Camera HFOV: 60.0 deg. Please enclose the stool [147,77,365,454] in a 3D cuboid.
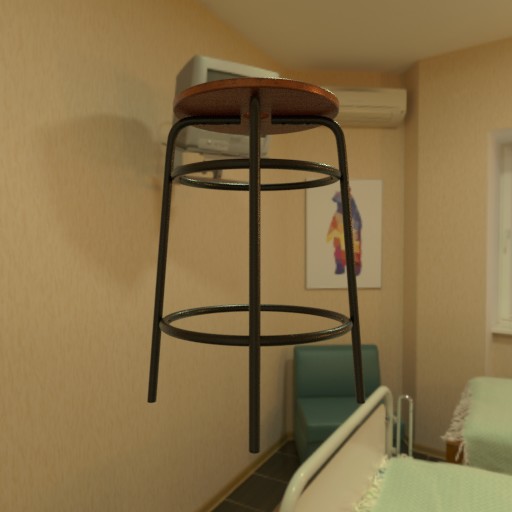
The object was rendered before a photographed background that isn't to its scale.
[{"bbox_3d":[0.000,0.000,0.917,0.455,0.610,0.455,0,2,1],"label":"stool"}]
